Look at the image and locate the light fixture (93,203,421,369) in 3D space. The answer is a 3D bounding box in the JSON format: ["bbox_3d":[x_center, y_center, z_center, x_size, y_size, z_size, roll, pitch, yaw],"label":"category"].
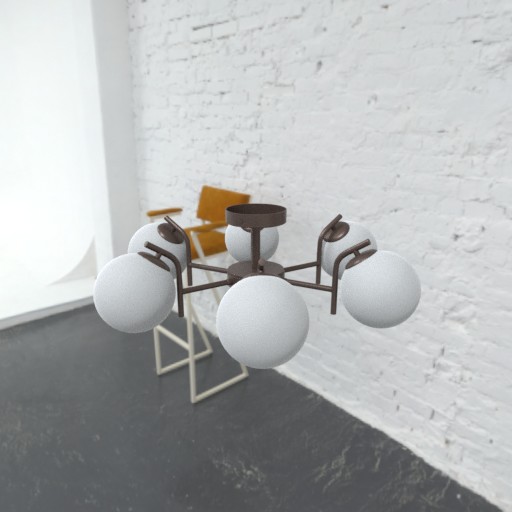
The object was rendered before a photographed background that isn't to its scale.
[{"bbox_3d":[0.000,0.000,0.930,0.662,0.201,0.662,0,17,0],"label":"light fixture"}]
